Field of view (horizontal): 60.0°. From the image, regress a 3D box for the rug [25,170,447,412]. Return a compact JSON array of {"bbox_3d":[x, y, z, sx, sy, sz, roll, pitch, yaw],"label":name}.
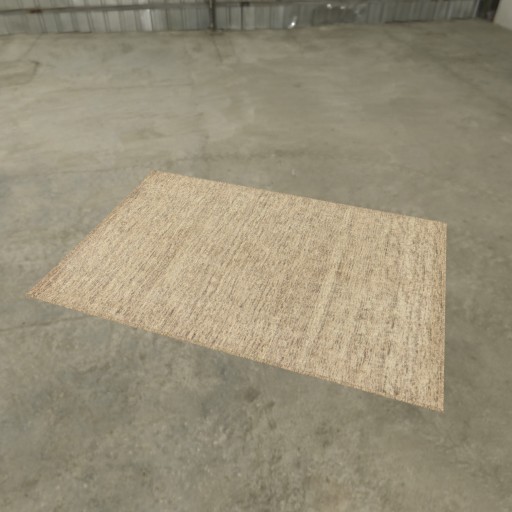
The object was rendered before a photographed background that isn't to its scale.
[{"bbox_3d":[0.000,0.000,2.244,1.822,0.018,1.211,12,42,14],"label":"rug"}]
